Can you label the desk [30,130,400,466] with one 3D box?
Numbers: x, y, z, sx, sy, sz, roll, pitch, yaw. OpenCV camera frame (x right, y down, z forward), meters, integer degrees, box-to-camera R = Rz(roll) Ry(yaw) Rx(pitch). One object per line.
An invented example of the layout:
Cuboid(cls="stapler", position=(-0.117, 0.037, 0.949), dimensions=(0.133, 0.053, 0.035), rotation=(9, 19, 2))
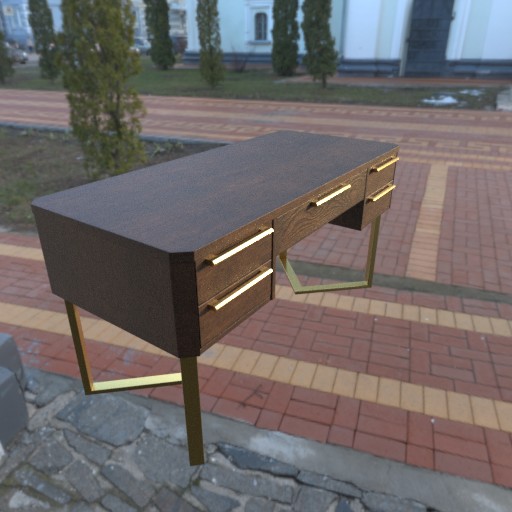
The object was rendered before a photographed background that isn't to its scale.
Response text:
Cuboid(cls="desk", position=(0.000, 0.000, 1.876), dimensions=(0.684, 0.762, 1.479), rotation=(17, 31, 31))
